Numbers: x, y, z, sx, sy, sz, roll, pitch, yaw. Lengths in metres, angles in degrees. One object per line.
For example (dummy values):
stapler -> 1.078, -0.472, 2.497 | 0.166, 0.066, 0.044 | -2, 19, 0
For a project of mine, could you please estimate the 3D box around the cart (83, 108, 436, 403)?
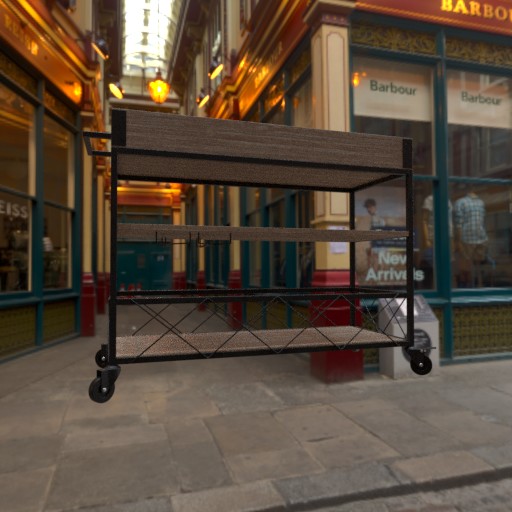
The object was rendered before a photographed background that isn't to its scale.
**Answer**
cart -> 0.000, 0.000, 1.522 | 1.101, 0.787, 0.500 | 0, -1, -17
